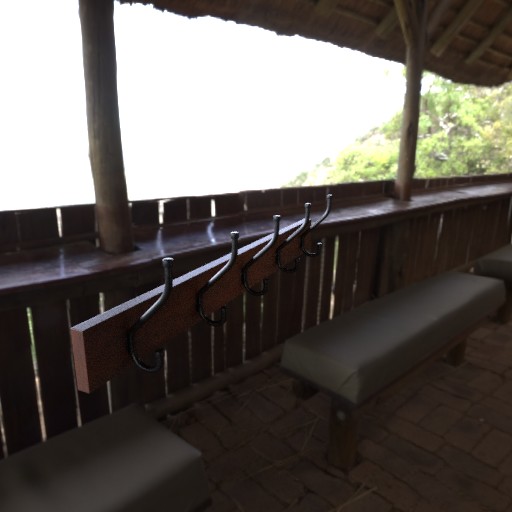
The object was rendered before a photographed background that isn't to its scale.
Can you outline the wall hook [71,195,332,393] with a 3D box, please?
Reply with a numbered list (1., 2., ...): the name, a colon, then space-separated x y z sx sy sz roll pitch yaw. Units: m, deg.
1. wall hook: 0.000 0.000 0.611 0.071 0.117 0.571 8 17 25
